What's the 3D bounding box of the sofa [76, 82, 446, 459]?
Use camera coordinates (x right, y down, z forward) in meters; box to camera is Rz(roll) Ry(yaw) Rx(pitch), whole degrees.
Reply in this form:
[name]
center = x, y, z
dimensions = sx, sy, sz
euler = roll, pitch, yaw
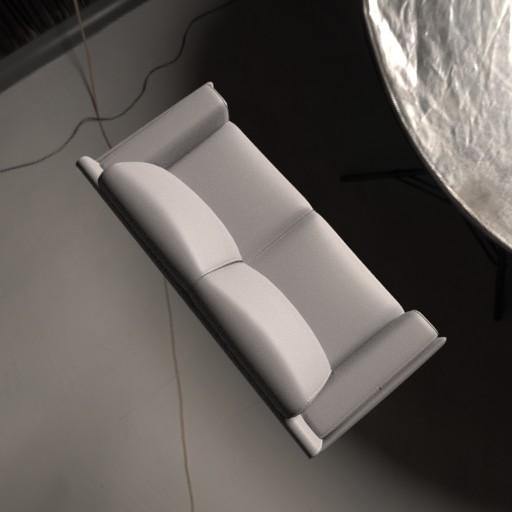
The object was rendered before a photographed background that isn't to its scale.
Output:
[sofa]
center = 0.000, 0.000, 2.614
dimensions = 0.969, 0.900, 2.100
euler = -39, 79, -9
